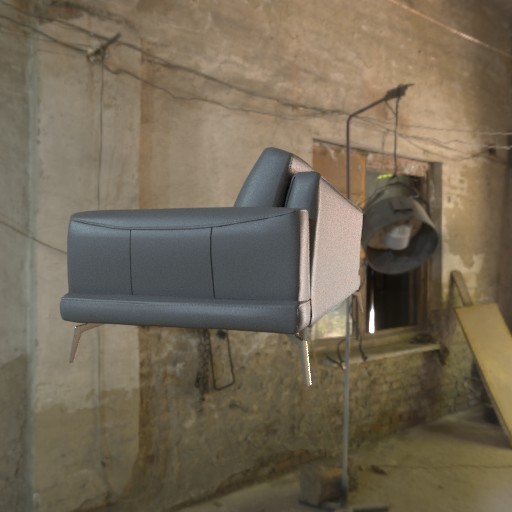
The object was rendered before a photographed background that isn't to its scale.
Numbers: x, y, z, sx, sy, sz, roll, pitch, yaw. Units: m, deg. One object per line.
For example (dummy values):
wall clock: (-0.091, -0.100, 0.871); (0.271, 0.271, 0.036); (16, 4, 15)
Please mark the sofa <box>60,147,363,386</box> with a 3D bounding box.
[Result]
sofa: (0.000, 0.000, 2.727); (1.121, 0.930, 2.177); (0, 1, 19)
